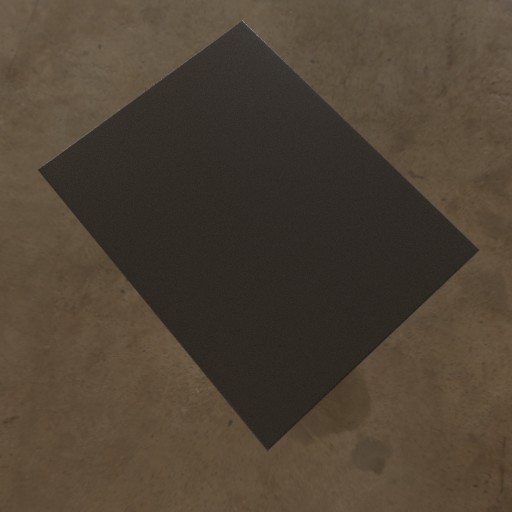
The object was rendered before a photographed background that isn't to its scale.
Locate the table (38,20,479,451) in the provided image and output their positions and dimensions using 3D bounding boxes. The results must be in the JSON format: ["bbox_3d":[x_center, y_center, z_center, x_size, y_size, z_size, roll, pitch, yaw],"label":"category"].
[{"bbox_3d":[0.000,0.000,1.014,0.451,0.646,0.564,-40,79,-9],"label":"table"}]
